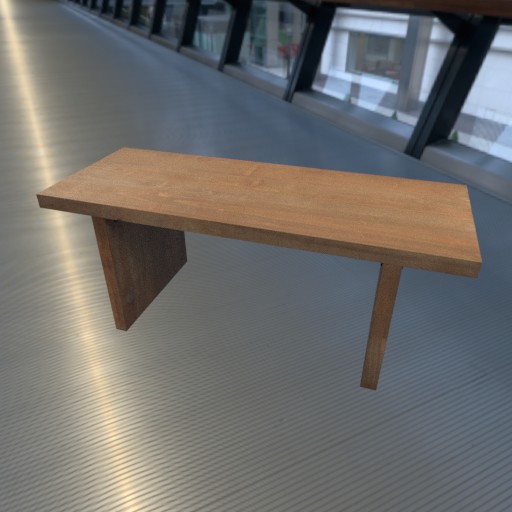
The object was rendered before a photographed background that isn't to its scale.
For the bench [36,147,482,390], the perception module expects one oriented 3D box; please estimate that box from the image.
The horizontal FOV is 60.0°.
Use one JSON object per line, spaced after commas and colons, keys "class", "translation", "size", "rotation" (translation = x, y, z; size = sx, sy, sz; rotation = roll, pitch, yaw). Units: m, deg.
{"class": "bench", "translation": [0.000, 0.000, 1.424], "size": [1.183, 0.458, 0.458], "rotation": [10, 33, 15]}
